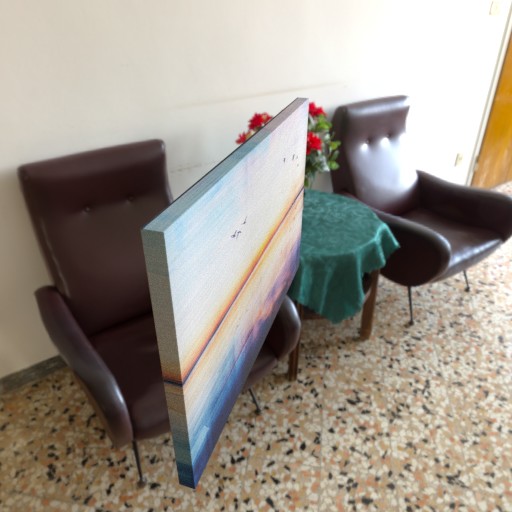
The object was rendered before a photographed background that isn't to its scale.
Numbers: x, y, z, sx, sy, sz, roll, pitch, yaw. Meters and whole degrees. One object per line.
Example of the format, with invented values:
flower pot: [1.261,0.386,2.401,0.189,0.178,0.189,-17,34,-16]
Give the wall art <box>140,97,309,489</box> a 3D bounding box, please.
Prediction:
wall art: [0.000,0.000,1.138,0.037,0.605,0.911,10,33,16]
